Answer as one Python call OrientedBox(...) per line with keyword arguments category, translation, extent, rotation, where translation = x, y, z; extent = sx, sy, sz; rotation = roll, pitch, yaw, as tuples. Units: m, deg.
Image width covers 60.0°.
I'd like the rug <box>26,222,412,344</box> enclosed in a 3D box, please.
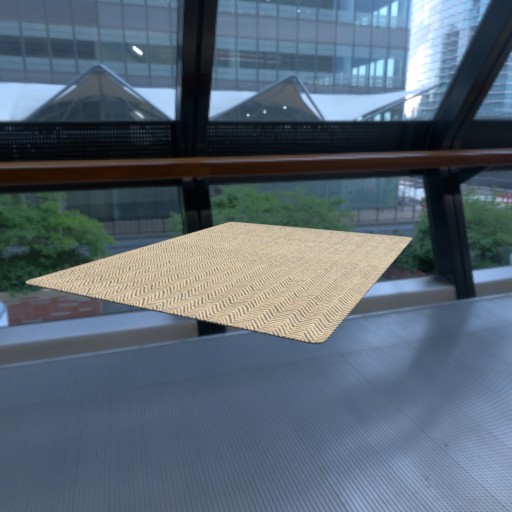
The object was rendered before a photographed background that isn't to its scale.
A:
OrientedBox(category="rug", translation=(0.000, 0.000, 4.281), extent=(2.439, 0.014, 3.207), rotation=(7, 15, 26))
